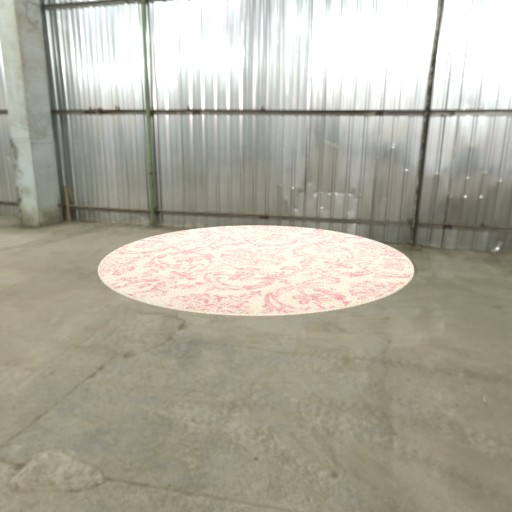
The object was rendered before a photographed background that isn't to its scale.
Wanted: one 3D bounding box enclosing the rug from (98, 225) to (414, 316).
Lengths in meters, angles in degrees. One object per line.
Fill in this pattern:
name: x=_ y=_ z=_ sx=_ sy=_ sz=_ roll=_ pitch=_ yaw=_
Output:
rug: x=0.000 y=0.000 z=2.358 sx=1.593 sy=0.012 sz=1.593 roll=0 pitch=16 yaw=0
